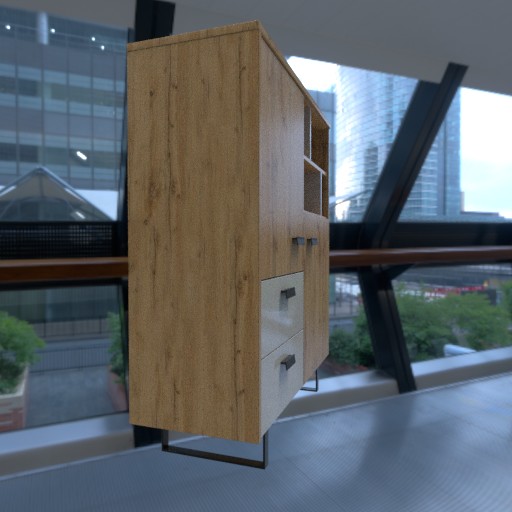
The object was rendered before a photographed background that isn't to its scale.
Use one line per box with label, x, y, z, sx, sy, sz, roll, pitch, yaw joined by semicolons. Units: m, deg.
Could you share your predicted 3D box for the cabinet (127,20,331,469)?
cabinet;0.000;0.000;1.923;0.473;1.397;1.168;0;1;20
